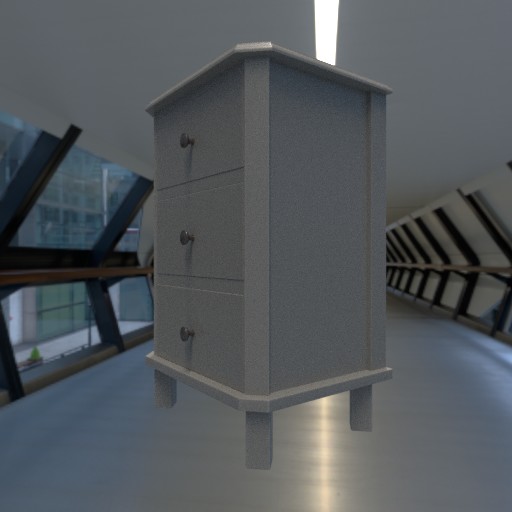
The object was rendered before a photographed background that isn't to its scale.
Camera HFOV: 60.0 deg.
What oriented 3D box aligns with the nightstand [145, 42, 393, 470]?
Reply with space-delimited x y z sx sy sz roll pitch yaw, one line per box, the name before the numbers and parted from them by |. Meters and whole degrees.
nightstand | 0.000 0.000 0.942 0.348 0.680 0.435 0 0 -37
